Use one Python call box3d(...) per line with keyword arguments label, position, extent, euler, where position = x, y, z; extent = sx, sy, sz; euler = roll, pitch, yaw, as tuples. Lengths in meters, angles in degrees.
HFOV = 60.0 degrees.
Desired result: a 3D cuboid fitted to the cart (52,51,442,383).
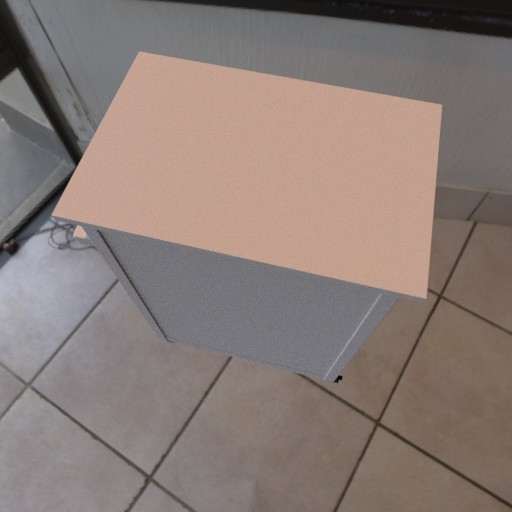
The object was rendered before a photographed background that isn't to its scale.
box3d(label="cart", position=(0.000, 0.000, 1.241), extent=(0.683, 0.864, 0.442), euler=(13, 64, 6))
